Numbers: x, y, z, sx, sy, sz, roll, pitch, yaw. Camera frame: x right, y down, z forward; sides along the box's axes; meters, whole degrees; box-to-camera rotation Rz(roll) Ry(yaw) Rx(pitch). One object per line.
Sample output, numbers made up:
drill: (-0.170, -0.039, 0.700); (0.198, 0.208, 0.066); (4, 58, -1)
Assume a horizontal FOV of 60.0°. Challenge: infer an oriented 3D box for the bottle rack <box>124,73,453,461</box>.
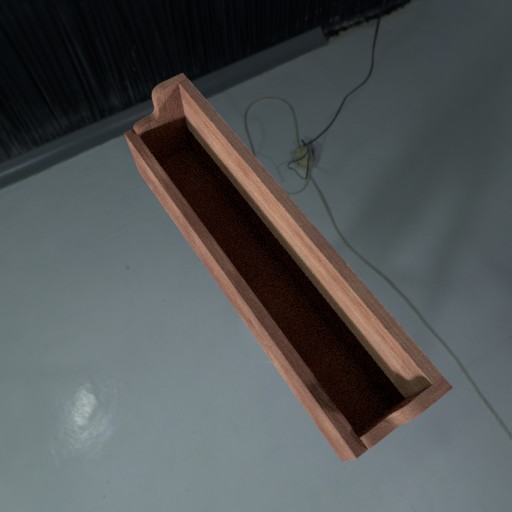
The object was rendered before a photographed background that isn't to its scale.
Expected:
bottle rack: (0.000, 0.000, 0.685); (0.126, 0.196, 0.608); (-31, 68, -15)
